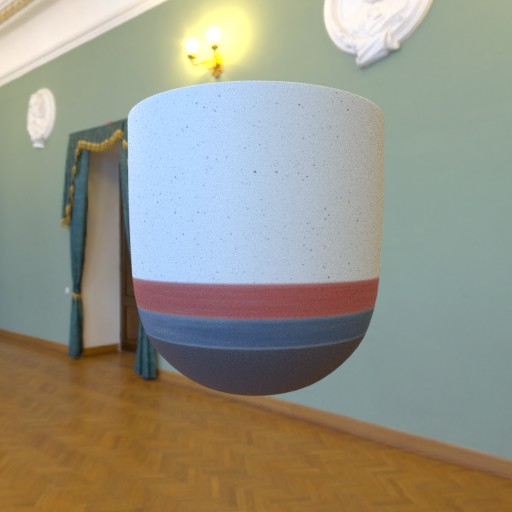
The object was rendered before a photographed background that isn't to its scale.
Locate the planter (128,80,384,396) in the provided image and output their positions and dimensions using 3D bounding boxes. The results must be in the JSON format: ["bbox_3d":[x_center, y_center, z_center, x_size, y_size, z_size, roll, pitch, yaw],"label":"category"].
[{"bbox_3d":[0.000,0.000,0.368,0.204,0.214,0.204,0,1,0],"label":"planter"}]
